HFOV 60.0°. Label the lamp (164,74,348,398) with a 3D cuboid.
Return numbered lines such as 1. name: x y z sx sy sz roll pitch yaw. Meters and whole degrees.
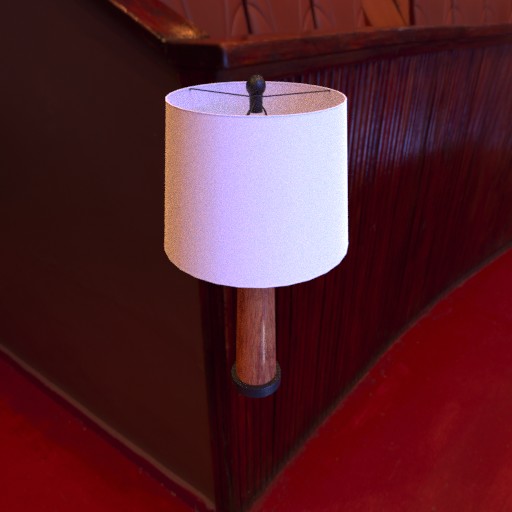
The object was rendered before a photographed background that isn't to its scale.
1. lamp: 0.000 0.000 0.873 0.349 0.667 0.349 0 30 0
